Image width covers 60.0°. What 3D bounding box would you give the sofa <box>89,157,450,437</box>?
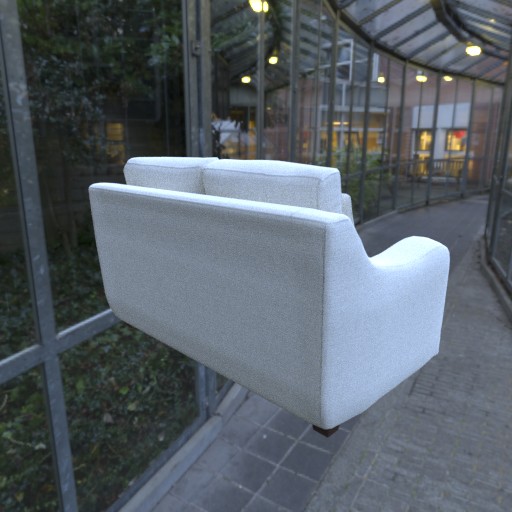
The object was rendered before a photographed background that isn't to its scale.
[{"bbox_3d":[0.000,0.000,2.388,1.744,1.047,1.040,14,20,43],"label":"sofa"}]
